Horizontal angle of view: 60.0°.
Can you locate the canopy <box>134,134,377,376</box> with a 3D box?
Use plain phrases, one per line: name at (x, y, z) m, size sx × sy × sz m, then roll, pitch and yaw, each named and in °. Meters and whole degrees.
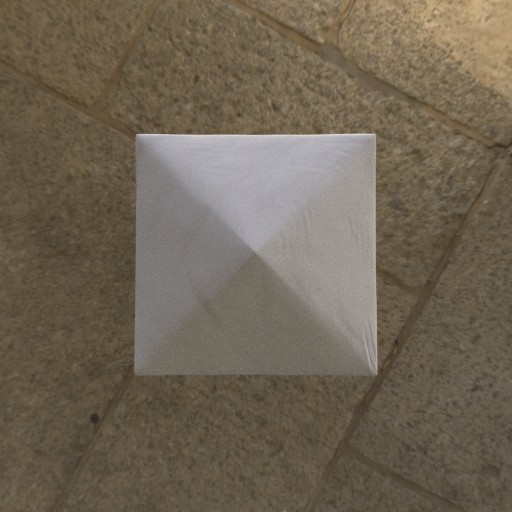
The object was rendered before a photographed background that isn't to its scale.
canopy at (0.000, 0.000, 6.580) m, size 3.599 × 3.600 × 3.600 m, roll 0°, pitch 89°, yaw 0°
